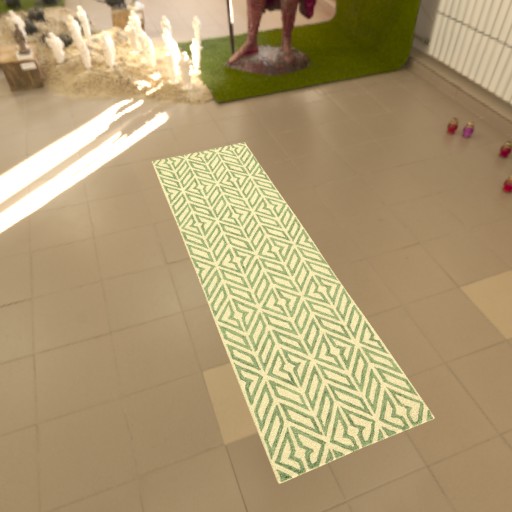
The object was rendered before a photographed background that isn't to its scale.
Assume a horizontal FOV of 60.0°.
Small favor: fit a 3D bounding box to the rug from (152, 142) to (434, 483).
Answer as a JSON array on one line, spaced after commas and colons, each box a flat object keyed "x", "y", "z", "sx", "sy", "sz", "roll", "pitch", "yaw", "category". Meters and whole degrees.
[{"x": 0.000, "y": 0.000, "z": 2.653, "sx": 0.750, "sy": 0.009, "sz": 2.435, "roll": -15, "pitch": 48, "yaw": -15, "category": "rug"}]
